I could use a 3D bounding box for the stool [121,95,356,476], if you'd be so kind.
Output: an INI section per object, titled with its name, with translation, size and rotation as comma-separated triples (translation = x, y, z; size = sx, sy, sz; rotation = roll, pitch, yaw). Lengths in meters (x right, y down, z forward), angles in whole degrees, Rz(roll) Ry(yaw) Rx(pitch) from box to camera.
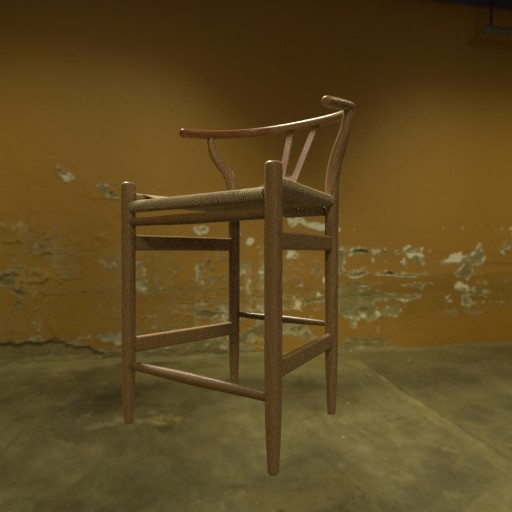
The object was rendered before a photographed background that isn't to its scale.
[stool]
translation = 0.000, 0.000, 1.299
size = 0.536, 0.923, 0.575
rotation = 0, 0, 36
